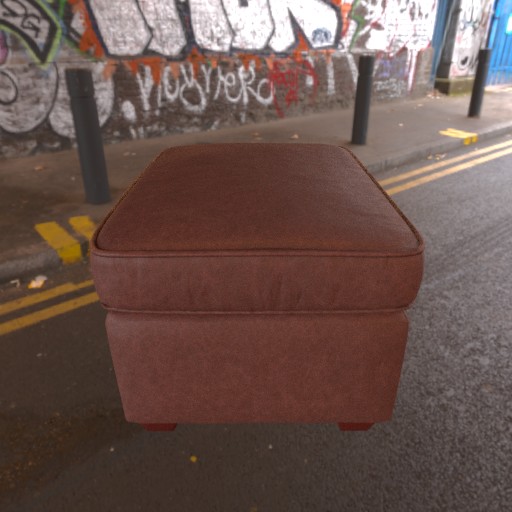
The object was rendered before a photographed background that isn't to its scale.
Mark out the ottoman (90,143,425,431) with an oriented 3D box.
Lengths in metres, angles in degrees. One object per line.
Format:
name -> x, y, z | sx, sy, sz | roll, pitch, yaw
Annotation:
ottoman -> 0.000, 0.000, 1.070 | 0.548, 0.449, 0.749 | 0, 26, 0
